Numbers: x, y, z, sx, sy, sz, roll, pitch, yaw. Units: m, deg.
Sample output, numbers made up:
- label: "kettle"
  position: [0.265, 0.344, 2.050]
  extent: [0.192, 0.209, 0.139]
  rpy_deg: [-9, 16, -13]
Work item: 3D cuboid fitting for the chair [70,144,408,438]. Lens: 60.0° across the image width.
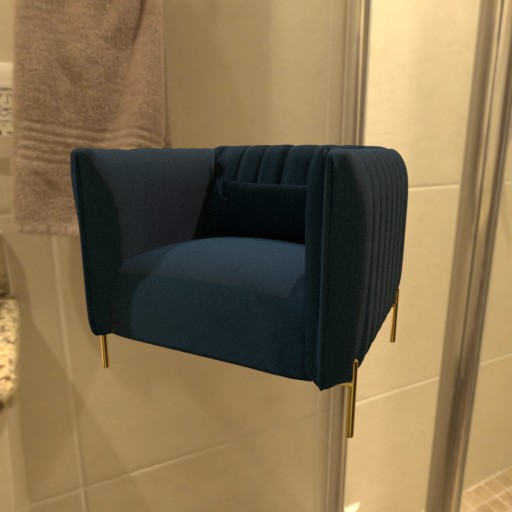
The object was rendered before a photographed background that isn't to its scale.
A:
- label: "chair"
  position: [0.000, 0.000, 1.617]
  extent: [0.947, 0.793, 0.877]
  rpy_deg: [7, 15, 25]
